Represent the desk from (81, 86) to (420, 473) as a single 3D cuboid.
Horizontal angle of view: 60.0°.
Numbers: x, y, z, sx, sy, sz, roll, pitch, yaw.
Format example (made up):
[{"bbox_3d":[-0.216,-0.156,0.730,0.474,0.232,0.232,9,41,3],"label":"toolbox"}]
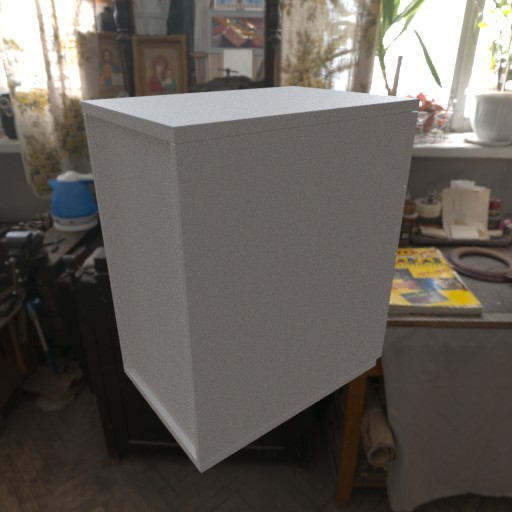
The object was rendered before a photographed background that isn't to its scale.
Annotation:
[{"bbox_3d":[0.000,0.000,1.090,0.600,0.730,0.404,-18,31,-33],"label":"desk"}]
